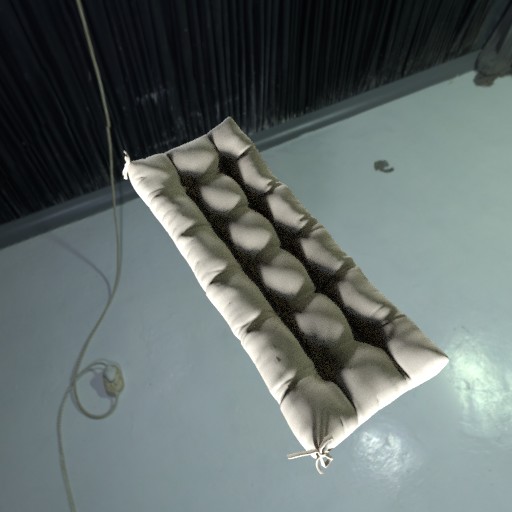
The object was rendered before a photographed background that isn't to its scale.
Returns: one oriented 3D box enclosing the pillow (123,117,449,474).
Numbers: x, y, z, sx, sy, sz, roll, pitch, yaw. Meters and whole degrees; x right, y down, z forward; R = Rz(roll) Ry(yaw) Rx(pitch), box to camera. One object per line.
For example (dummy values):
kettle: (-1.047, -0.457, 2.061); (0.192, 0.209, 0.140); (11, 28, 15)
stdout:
pillow: (0.000, 0.000, 1.370); (0.511, 0.174, 1.194); (-29, 62, -17)
